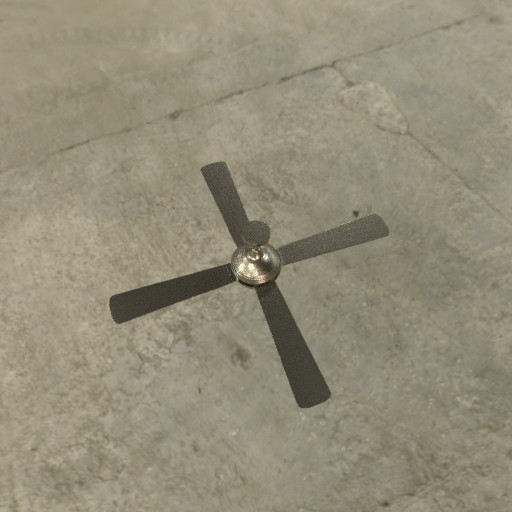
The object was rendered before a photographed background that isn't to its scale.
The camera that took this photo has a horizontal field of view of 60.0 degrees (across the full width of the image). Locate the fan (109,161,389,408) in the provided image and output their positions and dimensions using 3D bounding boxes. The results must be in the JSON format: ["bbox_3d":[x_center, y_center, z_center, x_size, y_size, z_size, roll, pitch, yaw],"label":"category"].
[{"bbox_3d":[0.000,0.000,2.034,1.321,0.381,1.321,0,58,0],"label":"fan"}]
